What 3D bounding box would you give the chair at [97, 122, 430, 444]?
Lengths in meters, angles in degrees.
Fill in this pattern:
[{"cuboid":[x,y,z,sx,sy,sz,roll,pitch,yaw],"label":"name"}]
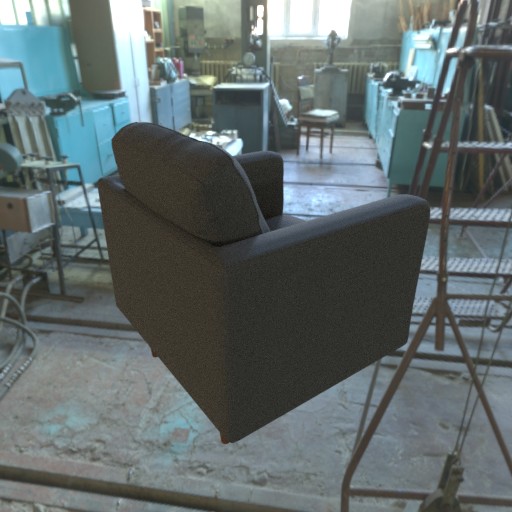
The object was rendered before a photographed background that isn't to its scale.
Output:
[{"cuboid":[0.000,0.000,1.568,0.800,0.927,0.854,-18,32,-32],"label":"chair"}]
